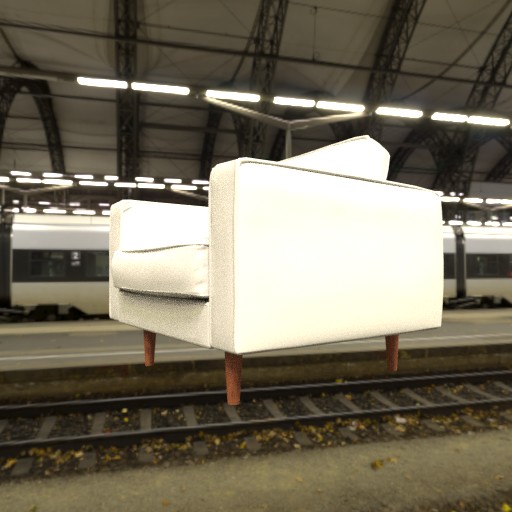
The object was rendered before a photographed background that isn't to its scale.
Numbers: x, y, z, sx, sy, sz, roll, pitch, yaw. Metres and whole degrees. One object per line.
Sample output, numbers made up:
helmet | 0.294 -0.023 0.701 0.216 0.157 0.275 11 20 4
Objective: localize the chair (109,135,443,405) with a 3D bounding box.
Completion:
chair | 0.000 0.000 1.523 0.843 0.773 0.928 1 -2 -36
